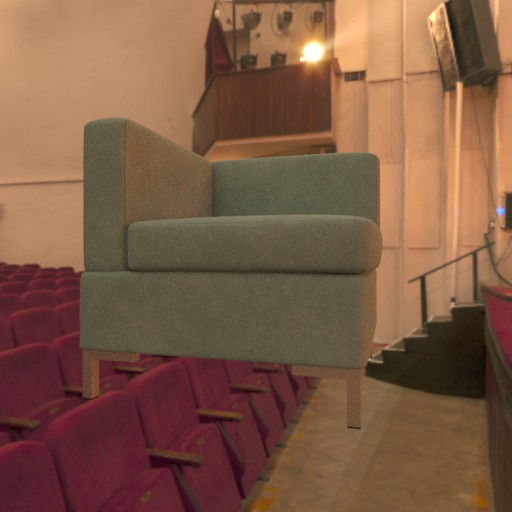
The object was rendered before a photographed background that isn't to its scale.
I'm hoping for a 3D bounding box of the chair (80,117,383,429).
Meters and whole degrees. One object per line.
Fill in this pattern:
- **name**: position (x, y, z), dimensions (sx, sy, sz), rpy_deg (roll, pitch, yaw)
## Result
- **chair**: position (0.000, 0.000, 1.237), dimensions (0.680, 0.660, 0.680), rpy_deg (0, 0, 17)
